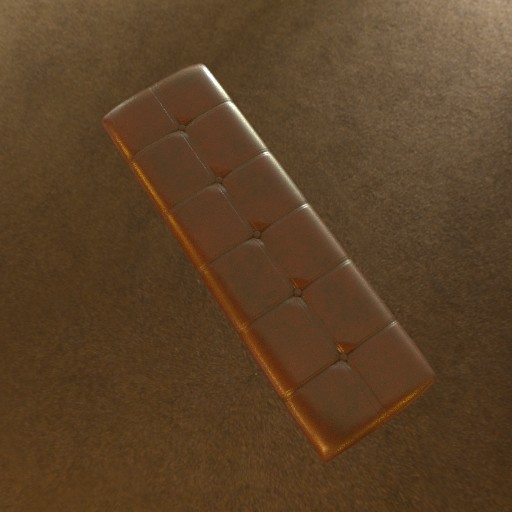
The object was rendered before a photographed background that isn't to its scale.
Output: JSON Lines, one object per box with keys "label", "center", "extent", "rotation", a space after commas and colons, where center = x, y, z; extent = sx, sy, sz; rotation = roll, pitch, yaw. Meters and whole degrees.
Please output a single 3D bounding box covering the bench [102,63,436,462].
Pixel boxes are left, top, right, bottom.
{"label": "bench", "center": [0.000, 0.000, 1.526], "extent": [0.401, 0.491, 1.259], "rotation": [-33, 78, -8]}
